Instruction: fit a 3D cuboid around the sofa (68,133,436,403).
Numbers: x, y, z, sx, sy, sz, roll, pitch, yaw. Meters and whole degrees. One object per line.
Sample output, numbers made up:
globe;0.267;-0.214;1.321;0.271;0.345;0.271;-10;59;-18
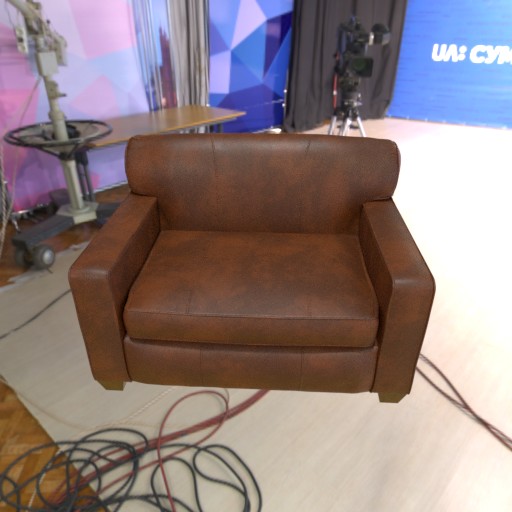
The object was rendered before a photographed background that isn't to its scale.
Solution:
sofa;0.000;0.000;2.099;1.413;0.956;1.000;2;30;3
